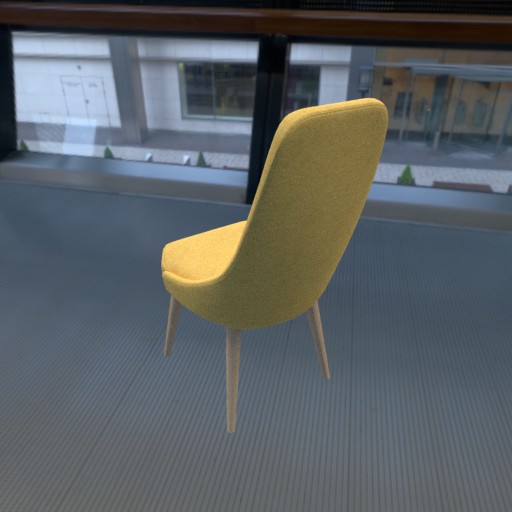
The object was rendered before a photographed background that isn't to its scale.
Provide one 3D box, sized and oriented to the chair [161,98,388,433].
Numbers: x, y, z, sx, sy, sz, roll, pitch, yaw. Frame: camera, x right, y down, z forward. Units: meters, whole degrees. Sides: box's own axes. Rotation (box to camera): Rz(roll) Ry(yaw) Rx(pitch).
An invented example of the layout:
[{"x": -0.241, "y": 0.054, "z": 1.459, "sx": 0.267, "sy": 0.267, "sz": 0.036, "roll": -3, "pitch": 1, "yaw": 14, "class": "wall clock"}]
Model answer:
[{"x": 0.000, "y": 0.000, "z": 1.403, "sx": 0.510, "sy": 1.040, "sz": 0.660, "roll": -19, "pitch": 36, "yaw": -29, "class": "chair"}]
